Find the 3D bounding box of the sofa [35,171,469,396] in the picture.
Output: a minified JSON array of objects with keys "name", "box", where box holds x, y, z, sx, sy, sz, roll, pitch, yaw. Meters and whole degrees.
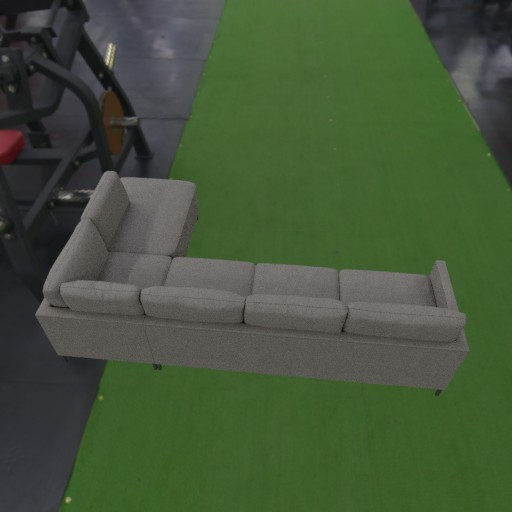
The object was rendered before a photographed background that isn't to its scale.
[{"name":"sofa","box":[0.000,0.000,4.223,3.331,0.964,2.077,4,46,4]}]
